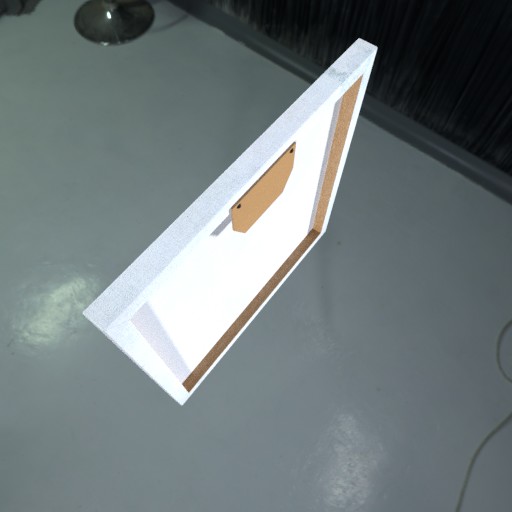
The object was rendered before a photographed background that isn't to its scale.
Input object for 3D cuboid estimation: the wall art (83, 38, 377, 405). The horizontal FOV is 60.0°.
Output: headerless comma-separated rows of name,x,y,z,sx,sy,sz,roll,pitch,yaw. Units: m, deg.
wall art,0.000,0.000,0.889,0.044,0.605,0.605,35,69,16
